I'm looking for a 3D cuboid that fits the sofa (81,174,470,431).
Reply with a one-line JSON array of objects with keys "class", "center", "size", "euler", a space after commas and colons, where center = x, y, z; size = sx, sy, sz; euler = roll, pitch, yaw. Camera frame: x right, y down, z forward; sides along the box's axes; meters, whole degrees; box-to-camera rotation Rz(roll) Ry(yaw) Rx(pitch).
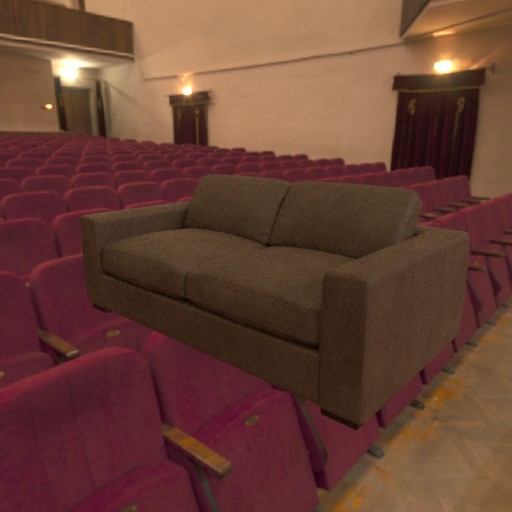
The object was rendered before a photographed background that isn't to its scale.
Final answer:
[{"class": "sofa", "center": [0.000, 0.000, 2.452], "size": [1.920, 0.800, 1.070], "euler": [13, 19, 40]}]
